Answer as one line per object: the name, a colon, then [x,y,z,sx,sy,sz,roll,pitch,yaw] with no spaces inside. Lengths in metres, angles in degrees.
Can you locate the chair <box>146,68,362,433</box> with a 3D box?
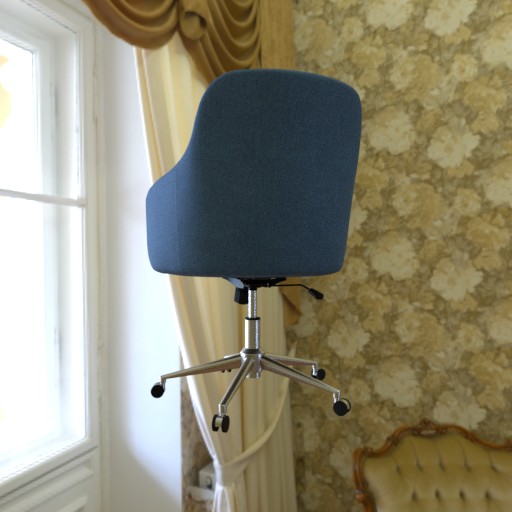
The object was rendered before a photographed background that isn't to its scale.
chair: [0.000,0.000,1.279,0.599,0.820,0.655,0,0,-20]
